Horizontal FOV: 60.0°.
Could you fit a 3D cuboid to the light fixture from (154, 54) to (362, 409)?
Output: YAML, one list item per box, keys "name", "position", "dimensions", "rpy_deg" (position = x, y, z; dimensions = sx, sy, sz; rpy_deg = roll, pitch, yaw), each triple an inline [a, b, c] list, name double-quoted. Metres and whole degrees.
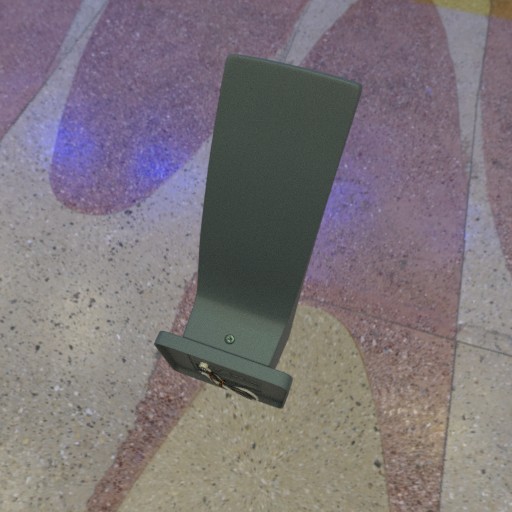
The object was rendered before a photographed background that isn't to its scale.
- name: "light fixture"
  position: [0.000, 0.000, 0.338]
  dimensions: [0.108, 0.243, 0.174]
  rpy_deg: [17, 64, 9]
